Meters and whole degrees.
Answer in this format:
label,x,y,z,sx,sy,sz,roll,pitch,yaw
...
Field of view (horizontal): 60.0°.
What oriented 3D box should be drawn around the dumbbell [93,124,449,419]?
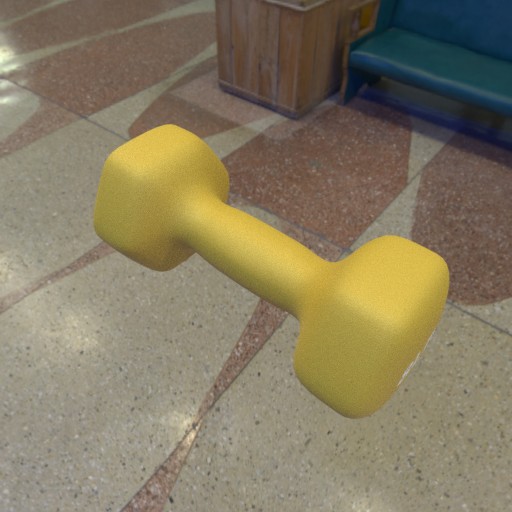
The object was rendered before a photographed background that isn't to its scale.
label,x,y,z,sx,sy,sz,roll,pitch,yaw
dumbbell,0.000,0.000,0.239,0.190,0.082,0.090,32,55,26
